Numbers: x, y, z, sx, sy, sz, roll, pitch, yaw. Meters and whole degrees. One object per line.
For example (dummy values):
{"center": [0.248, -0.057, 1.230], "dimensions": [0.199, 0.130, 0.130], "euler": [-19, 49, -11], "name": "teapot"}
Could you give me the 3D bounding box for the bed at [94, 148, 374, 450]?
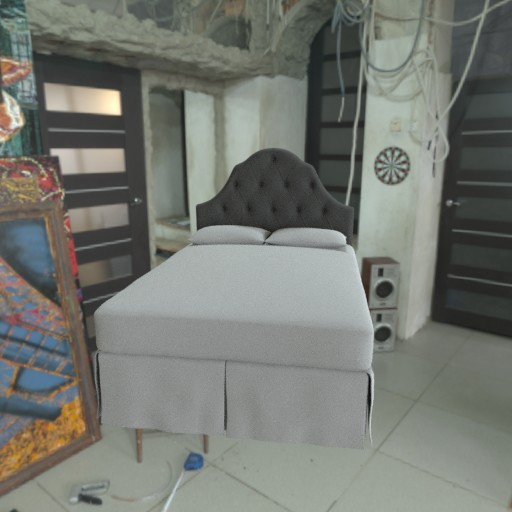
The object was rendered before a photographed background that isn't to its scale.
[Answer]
{"center": [0.000, 0.000, 3.318], "dimensions": [1.636, 1.575, 2.155], "euler": [2, 14, 9], "name": "bed"}
